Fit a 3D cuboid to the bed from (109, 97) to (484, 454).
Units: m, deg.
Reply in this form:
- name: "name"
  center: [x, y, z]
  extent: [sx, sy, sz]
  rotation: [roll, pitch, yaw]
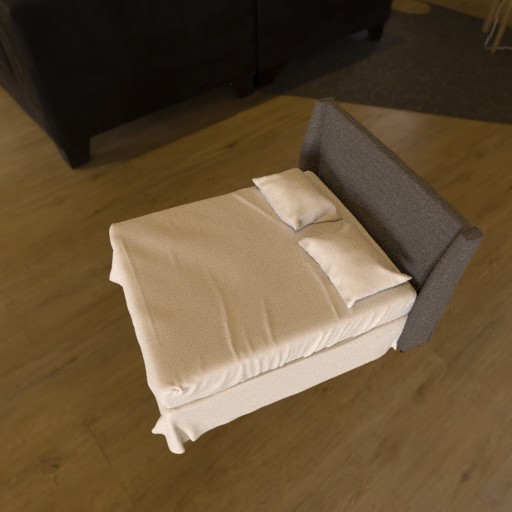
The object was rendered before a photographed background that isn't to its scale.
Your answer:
- name: "bed"
  center: [0.000, 0.000, 3.476]
  extent: [2.276, 1.332, 1.925]
  rotation: [-18, 50, -16]
